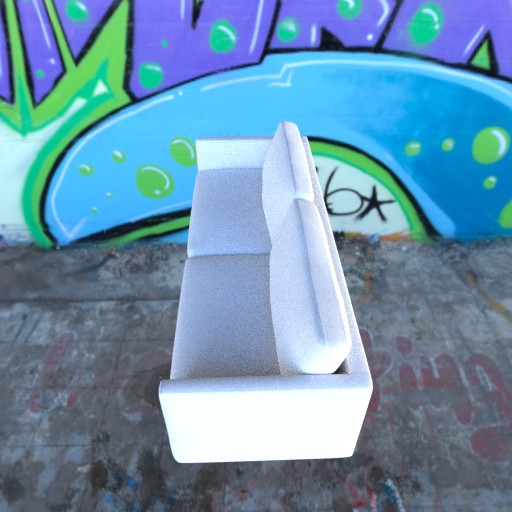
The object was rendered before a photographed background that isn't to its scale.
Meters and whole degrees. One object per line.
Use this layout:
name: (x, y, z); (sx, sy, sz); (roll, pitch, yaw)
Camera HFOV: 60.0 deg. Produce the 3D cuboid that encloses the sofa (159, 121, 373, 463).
sofa: (0.000, 0.000, 2.956); (0.948, 0.965, 2.434); (-1, 41, -1)
